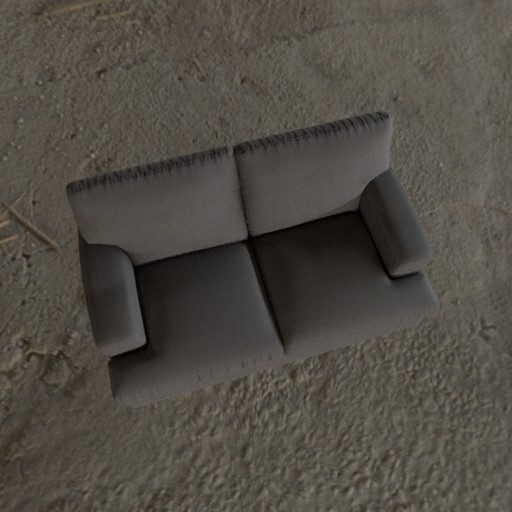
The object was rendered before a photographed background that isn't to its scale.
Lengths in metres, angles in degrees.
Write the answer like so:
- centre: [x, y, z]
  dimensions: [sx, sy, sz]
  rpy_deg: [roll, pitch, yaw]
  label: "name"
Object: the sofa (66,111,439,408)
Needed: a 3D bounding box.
- centre: [0.000, 0.000, 2.517]
  dimensions: [1.880, 0.940, 1.143]
  rpy_deg: [-15, 65, -7]
  label: "sofa"
